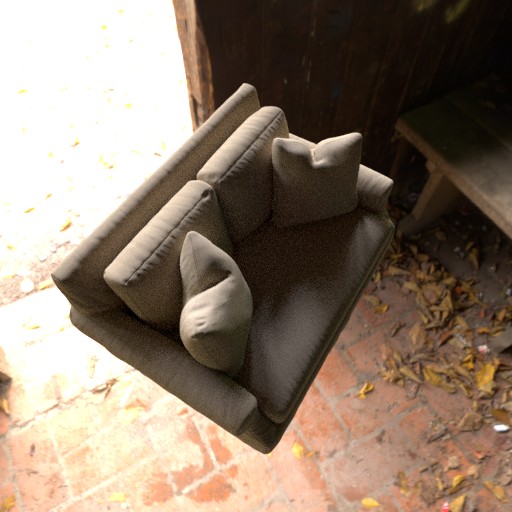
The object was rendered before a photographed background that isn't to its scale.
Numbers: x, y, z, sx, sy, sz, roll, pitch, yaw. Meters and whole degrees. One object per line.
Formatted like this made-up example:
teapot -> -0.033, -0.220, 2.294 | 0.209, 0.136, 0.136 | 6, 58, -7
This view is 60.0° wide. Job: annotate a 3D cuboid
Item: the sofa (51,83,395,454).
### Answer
sofa -> 0.000, 0.000, 2.228 | 1.070, 0.905, 1.550 | 28, 62, 17
